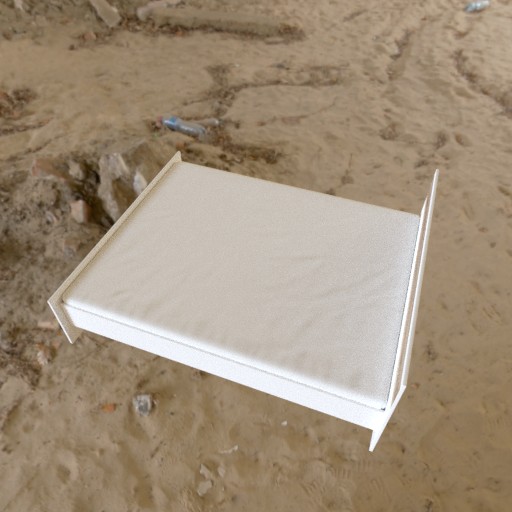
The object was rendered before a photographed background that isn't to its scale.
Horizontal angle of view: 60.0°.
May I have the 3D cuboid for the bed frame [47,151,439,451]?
[{"bbox_3d":[0.000,0.000,3.045,2.060,0.800,1.720,15,49,14],"label":"bed frame"}]
